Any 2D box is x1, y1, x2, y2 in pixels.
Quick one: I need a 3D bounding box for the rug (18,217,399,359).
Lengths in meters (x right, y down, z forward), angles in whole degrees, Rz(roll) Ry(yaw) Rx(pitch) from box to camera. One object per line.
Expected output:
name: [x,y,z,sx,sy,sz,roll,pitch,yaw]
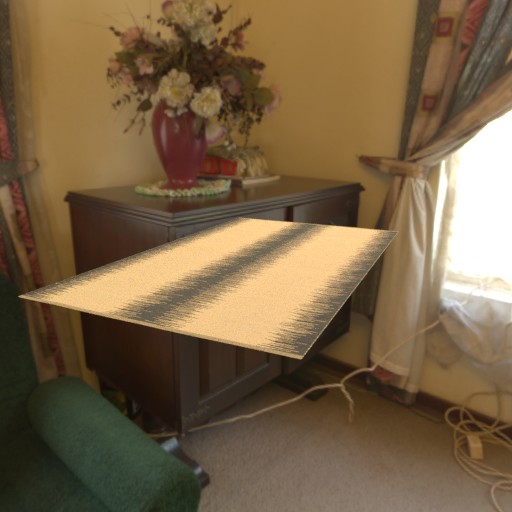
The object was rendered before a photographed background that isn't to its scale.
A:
rug: [0.000,0.000,3.000,1.519,0.003,2.453,7,17,24]
